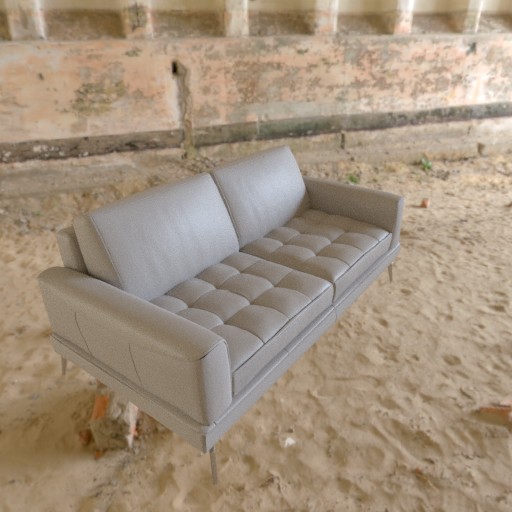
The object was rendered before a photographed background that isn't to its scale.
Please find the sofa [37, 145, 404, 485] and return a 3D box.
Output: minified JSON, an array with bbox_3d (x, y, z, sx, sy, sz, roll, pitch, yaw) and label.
[{"bbox_3d":[0.000,0.000,2.666,1.121,0.930,2.177,19,33,32],"label":"sofa"}]
